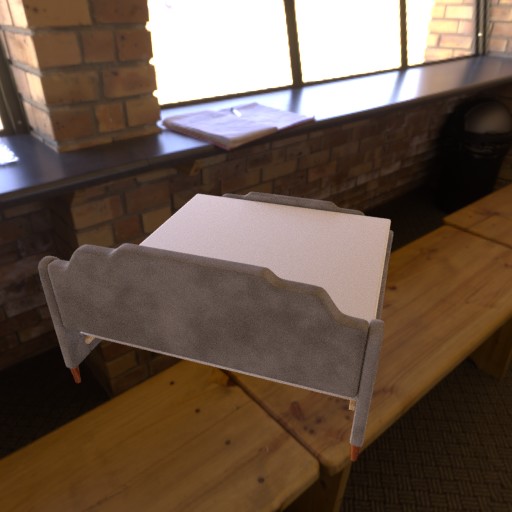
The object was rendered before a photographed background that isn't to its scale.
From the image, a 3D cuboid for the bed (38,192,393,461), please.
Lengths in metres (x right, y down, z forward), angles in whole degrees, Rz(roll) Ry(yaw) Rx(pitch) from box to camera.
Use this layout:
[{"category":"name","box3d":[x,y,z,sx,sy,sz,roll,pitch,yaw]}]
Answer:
[{"category":"bed","box3d":[0.000,0.000,3.587,2.074,1.245,2.340,10,32,16]}]
